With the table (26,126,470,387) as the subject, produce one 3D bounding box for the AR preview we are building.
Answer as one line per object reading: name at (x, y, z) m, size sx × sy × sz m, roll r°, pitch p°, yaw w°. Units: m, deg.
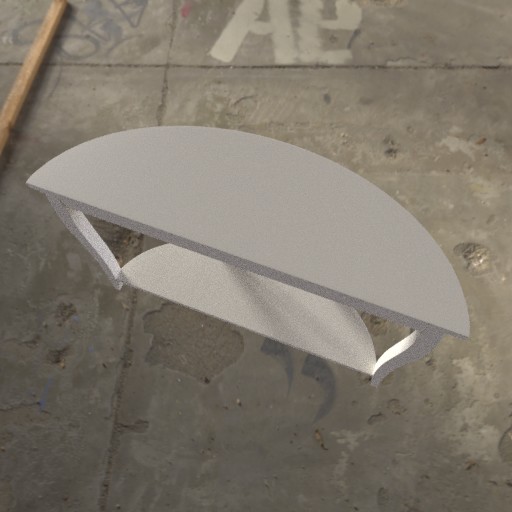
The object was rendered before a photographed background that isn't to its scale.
table at (0.000, 0.000, 1.565) m, size 1.219 × 0.780 × 0.394 m, roll 19°, pitch 65°, yaw 9°
